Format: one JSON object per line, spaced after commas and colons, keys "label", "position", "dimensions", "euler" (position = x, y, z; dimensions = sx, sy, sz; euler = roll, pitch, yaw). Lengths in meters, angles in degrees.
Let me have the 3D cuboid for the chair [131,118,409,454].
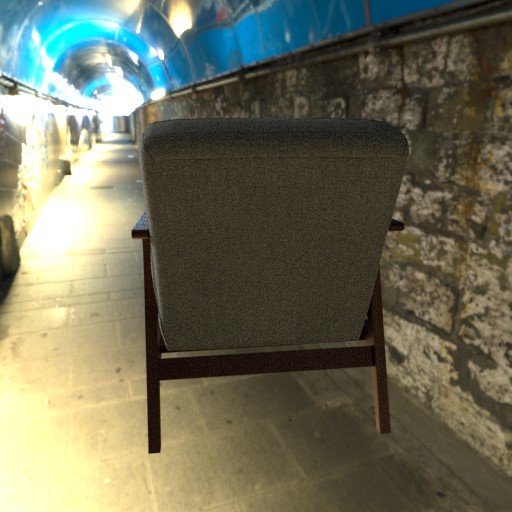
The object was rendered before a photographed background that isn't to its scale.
{"label": "chair", "position": [0.000, 0.000, 1.433], "dimensions": [0.704, 0.847, 0.858], "euler": [-2, 17, -7]}
